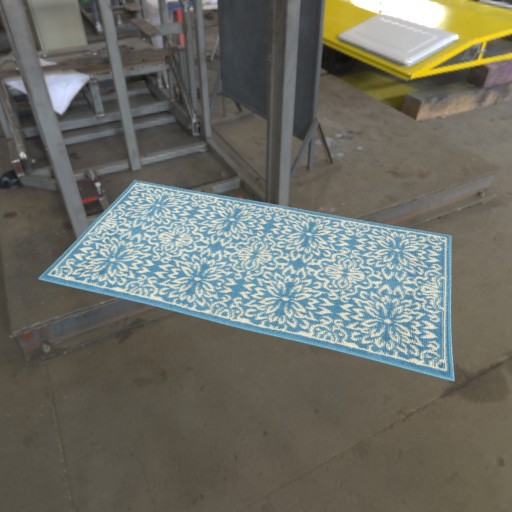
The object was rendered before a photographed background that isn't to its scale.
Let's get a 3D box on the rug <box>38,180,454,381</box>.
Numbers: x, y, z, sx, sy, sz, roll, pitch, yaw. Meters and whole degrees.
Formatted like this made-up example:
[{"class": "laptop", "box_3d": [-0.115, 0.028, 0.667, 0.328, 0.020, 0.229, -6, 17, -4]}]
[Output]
[{"class": "rug", "box_3d": [0.000, 0.000, 1.445, 1.219, 0.007, 0.604, 12, 42, 13]}]
